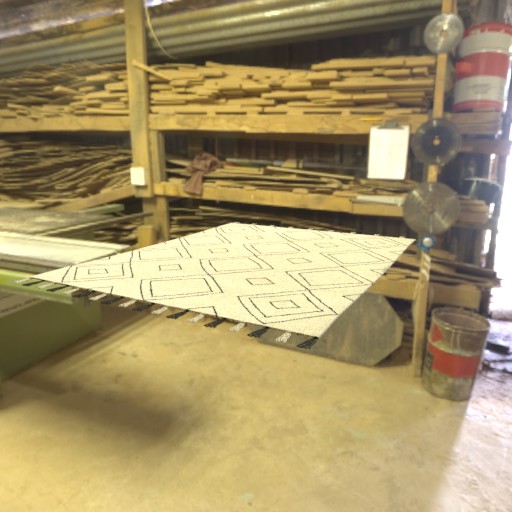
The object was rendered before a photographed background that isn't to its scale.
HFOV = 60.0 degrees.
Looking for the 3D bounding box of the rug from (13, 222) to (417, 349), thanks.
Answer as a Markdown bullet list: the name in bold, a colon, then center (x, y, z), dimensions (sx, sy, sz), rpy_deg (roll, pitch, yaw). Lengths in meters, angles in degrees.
- **rug**: center (0.000, 0.000, 4.073), dimensions (2.342, 0.026, 3.221), rpy_deg (7, 15, 28)
